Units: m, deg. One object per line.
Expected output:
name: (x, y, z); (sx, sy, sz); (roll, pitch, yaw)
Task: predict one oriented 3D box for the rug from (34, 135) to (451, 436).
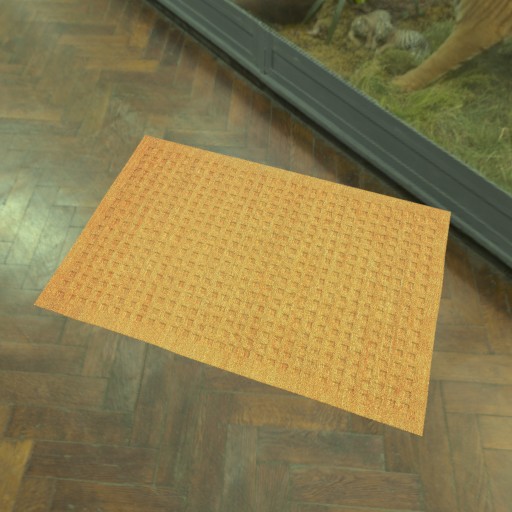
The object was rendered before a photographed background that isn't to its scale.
rug: (0.000, 0.000, 2.149); (1.747, 0.006, 1.143); (16, 60, 9)
